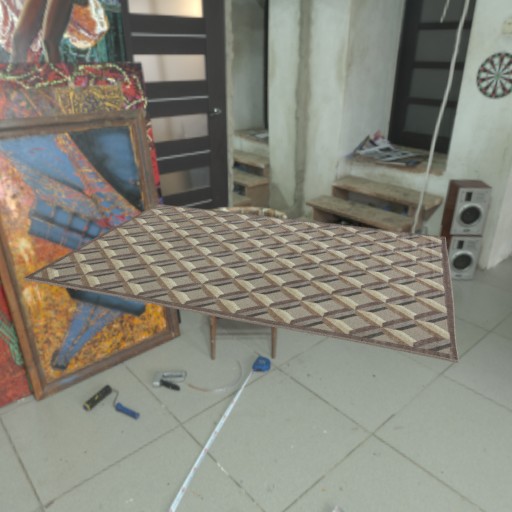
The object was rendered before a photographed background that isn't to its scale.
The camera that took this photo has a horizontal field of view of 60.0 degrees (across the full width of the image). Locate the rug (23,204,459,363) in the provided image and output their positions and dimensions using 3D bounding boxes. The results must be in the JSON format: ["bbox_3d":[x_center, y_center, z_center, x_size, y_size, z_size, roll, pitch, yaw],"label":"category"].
[{"bbox_3d":[0.000,0.000,2.044,1.677,0.011,1.066,8,26,17],"label":"rug"}]
